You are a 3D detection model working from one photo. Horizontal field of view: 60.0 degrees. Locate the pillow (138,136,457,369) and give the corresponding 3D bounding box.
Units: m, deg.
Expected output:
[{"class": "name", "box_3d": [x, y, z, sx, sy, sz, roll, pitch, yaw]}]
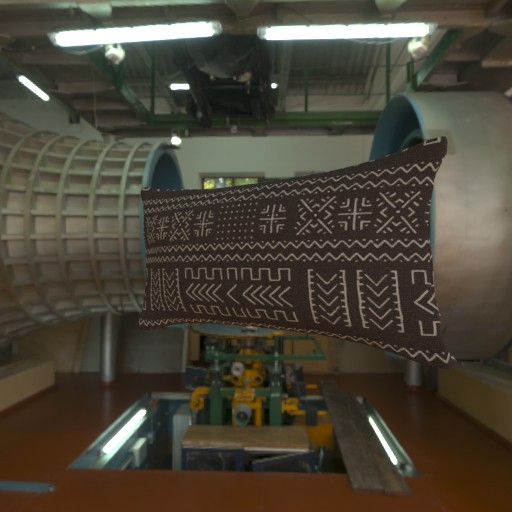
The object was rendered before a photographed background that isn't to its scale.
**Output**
[{"class": "pillow", "box_3d": [0.000, 0.000, 0.798, 0.667, 0.322, 0.135, -1, -2, 37]}]
